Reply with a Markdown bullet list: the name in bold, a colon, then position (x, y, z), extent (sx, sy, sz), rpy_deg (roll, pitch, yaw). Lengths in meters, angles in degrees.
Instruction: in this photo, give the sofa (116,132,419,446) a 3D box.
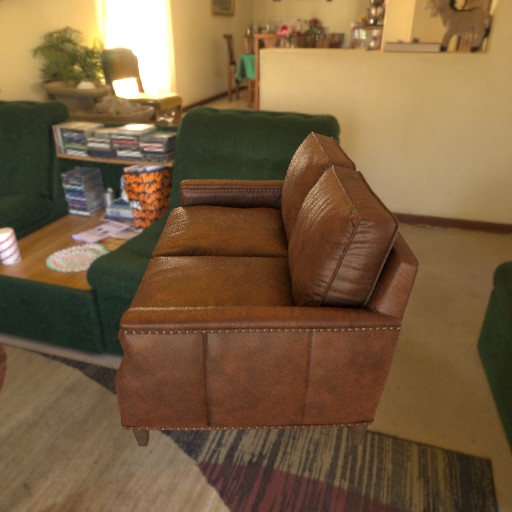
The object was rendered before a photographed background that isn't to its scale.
- **sofa**: position (0.000, 0.000, 2.267), extent (1.083, 1.003, 1.628), rpy_deg (0, 27, -1)
